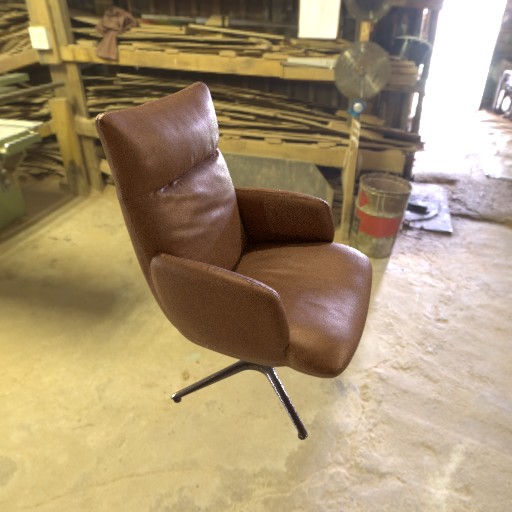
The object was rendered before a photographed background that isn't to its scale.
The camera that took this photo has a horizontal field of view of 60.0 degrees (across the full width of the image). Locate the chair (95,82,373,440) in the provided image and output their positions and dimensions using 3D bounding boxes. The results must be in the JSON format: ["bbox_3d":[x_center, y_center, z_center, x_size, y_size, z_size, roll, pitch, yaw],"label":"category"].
[{"bbox_3d":[0.000,0.000,1.533,0.794,1.027,0.711,10,31,17],"label":"chair"}]
